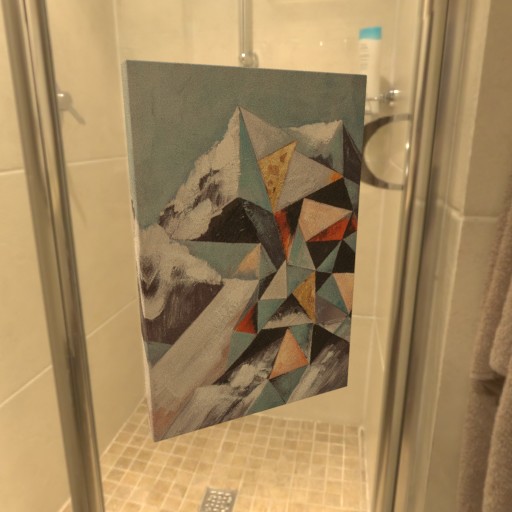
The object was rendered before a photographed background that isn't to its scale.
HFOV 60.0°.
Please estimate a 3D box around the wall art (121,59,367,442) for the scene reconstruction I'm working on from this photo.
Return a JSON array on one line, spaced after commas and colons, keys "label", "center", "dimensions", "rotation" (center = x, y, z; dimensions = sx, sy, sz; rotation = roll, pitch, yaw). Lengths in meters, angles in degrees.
[{"label": "wall art", "center": [0.000, 0.000, 1.165], "dimensions": [0.609, 0.911, 0.061], "rotation": [-7, 17, -24]}]
